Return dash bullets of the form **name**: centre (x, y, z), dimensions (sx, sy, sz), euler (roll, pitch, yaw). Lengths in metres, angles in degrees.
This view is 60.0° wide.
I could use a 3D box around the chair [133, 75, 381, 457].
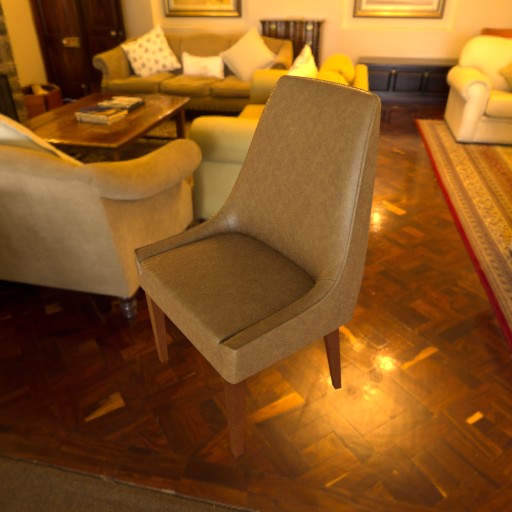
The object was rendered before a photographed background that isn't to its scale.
- **chair**: centre (0.000, 0.000, 1.233), dimensions (0.544, 0.861, 0.529), euler (-21, 37, -31)
